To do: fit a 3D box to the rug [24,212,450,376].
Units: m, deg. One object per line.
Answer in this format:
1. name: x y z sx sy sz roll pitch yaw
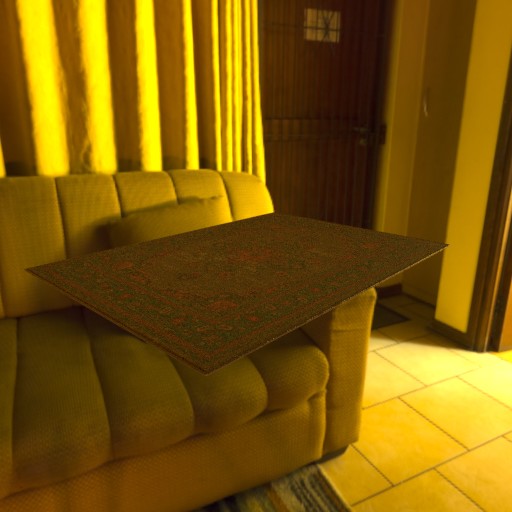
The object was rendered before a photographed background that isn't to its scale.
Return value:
1. rug: 0.000 0.000 2.807 1.609 0.013 2.214 16 23 41
